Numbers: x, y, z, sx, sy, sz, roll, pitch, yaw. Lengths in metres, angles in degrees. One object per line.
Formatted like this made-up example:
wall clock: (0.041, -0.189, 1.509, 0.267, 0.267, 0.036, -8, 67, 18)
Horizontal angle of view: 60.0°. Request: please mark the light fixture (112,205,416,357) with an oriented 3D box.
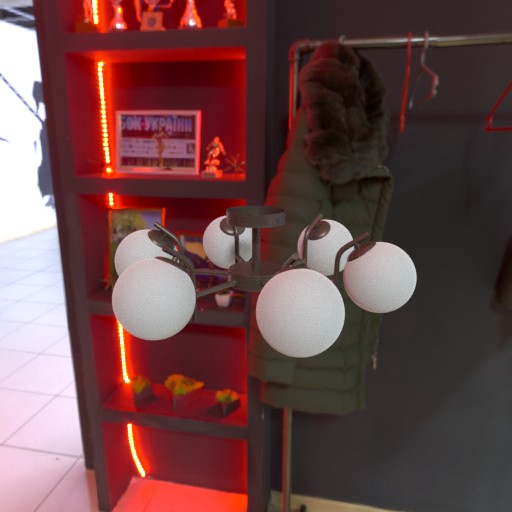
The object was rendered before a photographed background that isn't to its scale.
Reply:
light fixture: (0.000, 0.000, 0.959, 0.662, 0.201, 0.662, 0, 15, 0)
